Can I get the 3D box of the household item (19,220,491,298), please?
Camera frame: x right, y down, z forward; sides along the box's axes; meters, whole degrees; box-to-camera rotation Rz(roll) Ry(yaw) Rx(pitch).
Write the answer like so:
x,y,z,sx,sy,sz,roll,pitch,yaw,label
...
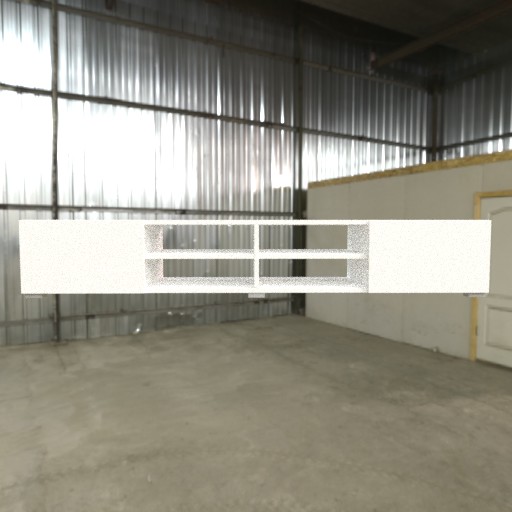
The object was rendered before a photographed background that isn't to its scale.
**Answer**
x,y,z,sx,sy,sz,roll,pitch,yaw,label
0.000,0.000,1.951,1.850,0.310,0.420,0,4,-1,household item
